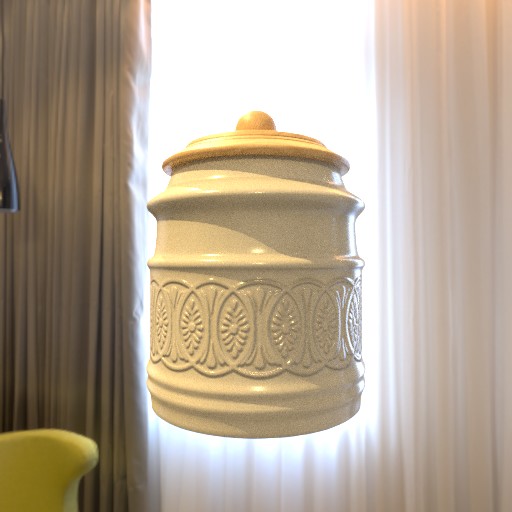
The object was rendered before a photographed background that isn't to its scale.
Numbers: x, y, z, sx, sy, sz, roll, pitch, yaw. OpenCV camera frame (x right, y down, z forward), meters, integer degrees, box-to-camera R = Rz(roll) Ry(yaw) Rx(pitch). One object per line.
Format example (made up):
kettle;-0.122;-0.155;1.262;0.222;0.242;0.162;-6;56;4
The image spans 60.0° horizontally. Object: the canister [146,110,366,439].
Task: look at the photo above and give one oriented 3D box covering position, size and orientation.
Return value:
canister;0.000;0.000;0.270;0.130;0.176;0.130;0;0;0
